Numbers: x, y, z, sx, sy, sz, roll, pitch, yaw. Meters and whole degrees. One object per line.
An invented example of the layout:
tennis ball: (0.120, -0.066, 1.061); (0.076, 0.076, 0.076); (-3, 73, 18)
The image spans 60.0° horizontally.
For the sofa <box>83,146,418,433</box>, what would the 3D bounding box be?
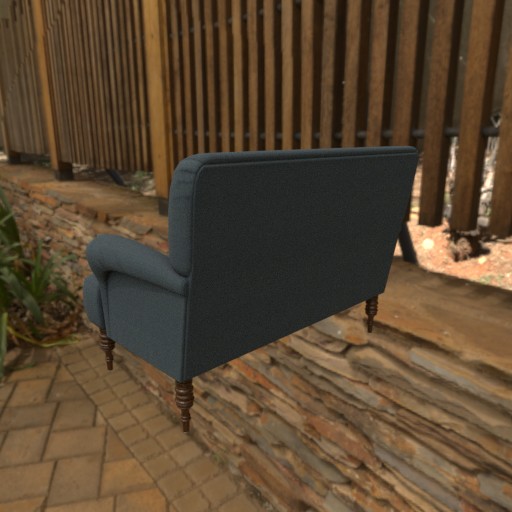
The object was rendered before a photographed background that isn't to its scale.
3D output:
sofa: (0.000, 0.000, 1.853); (1.297, 0.889, 0.779); (-14, 21, -42)
